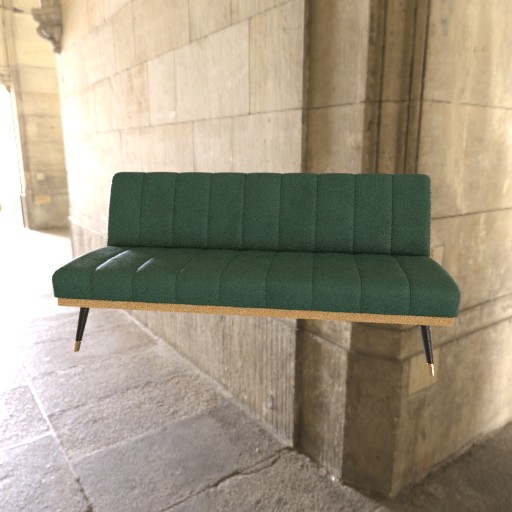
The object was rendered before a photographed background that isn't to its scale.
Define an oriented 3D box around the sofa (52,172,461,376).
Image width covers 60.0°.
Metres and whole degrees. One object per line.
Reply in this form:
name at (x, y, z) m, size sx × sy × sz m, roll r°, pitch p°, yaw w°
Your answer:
sofa at (0.000, 0.000, 2.289) m, size 1.810 × 0.820 × 0.830 m, roll 2°, pitch 13°, yaw 8°
